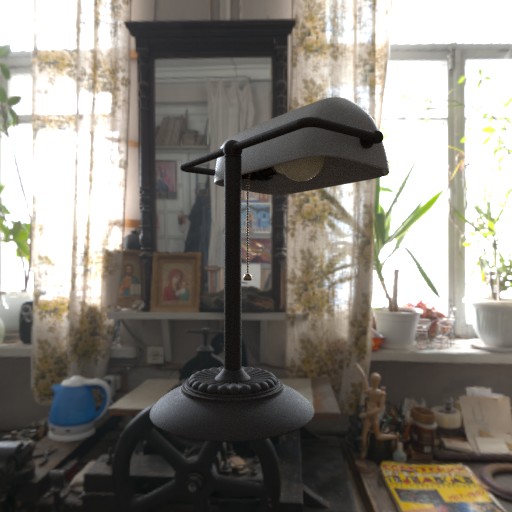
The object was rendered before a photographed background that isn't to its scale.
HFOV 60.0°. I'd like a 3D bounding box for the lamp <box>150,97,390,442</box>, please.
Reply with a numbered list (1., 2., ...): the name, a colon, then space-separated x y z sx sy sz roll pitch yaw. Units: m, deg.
1. lamp: 0.000 0.000 0.511 0.243 0.339 0.264 0 -1 -37
